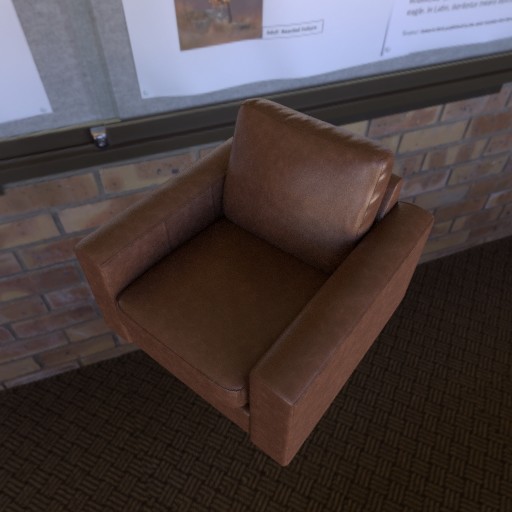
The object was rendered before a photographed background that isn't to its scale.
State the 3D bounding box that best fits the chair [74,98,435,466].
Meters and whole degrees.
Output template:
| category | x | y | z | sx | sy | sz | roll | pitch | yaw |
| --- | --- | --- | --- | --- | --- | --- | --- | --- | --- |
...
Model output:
| category | x | y | z | sx | sy | sz | roll | pitch | yaw |
| --- | --- | --- | --- | --- | --- | --- | --- | --- | --- |
| chair | 0.000 | 0.000 | 1.759 | 1.005 | 0.873 | 1.016 | 30 | 54 | 24 |
